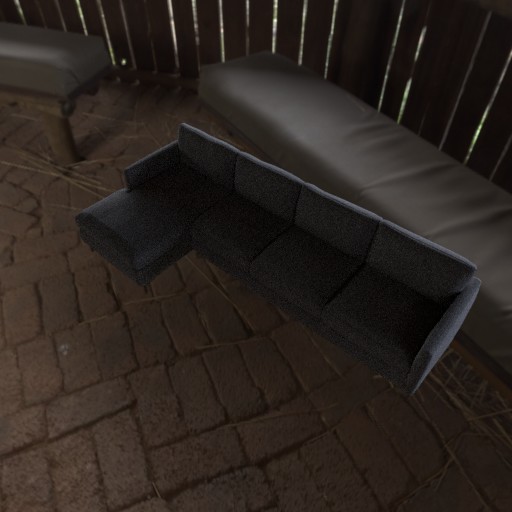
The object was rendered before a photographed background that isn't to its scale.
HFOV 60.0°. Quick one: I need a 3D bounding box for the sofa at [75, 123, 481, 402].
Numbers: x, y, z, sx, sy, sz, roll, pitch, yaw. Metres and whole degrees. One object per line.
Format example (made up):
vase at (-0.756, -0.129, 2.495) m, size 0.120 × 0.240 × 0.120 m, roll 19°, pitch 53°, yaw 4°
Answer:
sofa at (0.000, 0.000, 3.417) m, size 2.932 × 0.810 × 1.350 m, roll 32°, pitch 54°, yaw 27°
